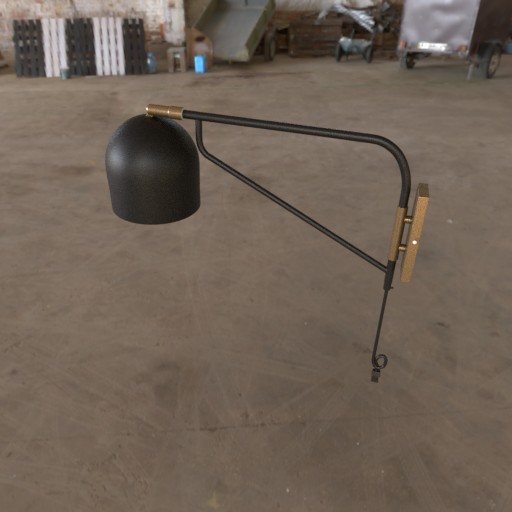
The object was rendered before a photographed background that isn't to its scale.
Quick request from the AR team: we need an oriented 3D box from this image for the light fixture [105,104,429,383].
[{"bbox_3d":[0.000,0.000,1.090,0.720,0.696,0.215,9,33,14],"label":"light fixture"}]
